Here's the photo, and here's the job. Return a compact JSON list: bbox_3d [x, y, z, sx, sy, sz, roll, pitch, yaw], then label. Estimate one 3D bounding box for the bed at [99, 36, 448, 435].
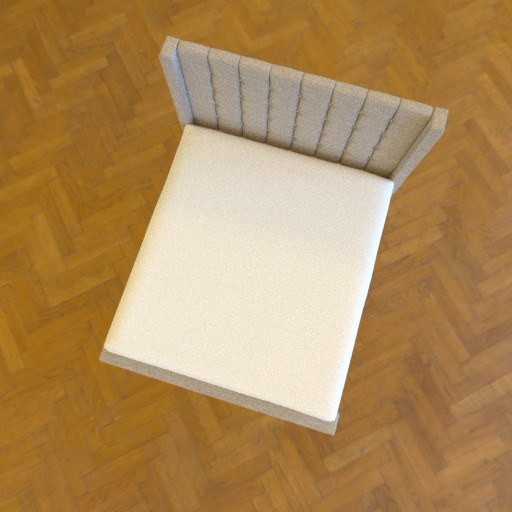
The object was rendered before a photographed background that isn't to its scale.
[{"bbox_3d":[0.000,0.000,3.662,2.044,1.748,2.372,16,77,4],"label":"bed"}]
